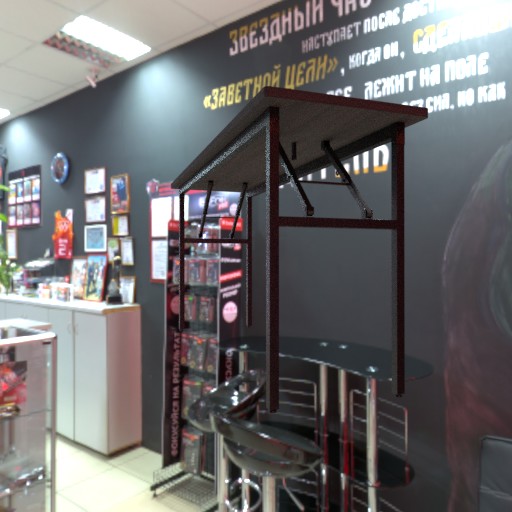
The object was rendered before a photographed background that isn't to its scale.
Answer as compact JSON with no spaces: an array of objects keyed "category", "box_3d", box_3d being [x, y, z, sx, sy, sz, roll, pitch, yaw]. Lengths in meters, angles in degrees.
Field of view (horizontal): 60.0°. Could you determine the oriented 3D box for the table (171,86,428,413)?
[{"category":"table","box_3d":[0.000,0.000,1.714,0.449,0.750,1.399,0,0,-19]}]
